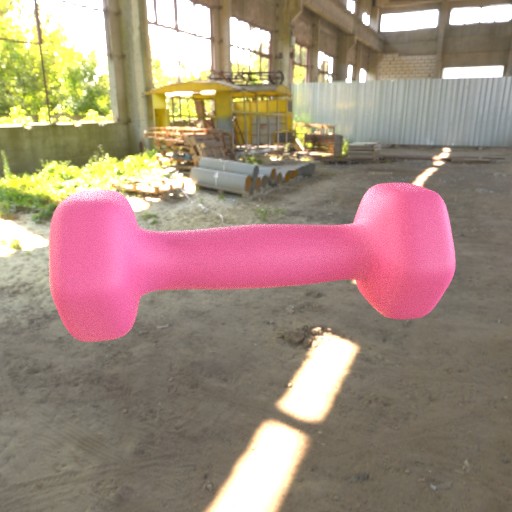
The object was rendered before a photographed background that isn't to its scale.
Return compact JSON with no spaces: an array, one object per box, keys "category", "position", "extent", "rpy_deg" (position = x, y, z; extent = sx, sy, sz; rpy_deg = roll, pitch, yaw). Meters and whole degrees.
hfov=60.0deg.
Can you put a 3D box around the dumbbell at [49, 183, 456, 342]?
[{"category":"dumbbell","position":[0.000,0.000,0.173],"extent":[0.146,0.053,0.058],"rpy_deg":[-3,18,-8]}]
